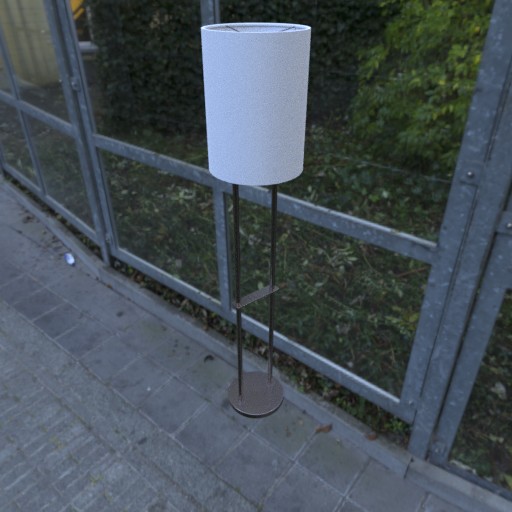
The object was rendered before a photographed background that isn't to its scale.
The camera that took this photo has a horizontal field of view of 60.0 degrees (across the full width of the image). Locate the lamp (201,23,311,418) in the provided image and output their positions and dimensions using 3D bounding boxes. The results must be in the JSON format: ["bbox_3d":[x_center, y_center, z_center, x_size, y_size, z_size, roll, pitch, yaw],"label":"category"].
[{"bbox_3d":[0.000,0.000,1.630,0.306,1.500,0.305,-22,38,-31],"label":"lamp"}]
